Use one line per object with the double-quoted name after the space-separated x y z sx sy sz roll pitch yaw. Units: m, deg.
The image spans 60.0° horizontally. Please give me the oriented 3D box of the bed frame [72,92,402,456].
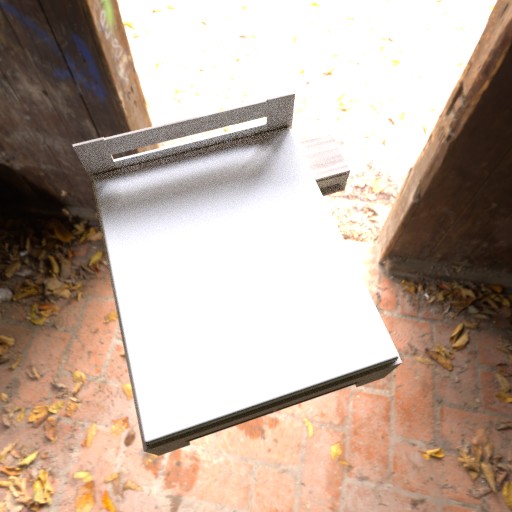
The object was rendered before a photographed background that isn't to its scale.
0.000 0.000 3.189 2.040 0.860 2.050 -16 64 -8 "bed frame"
